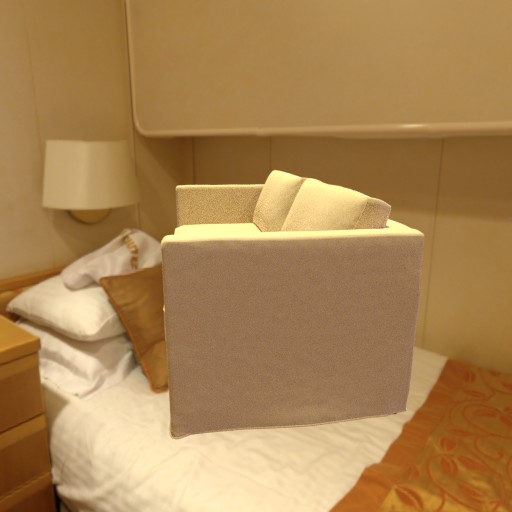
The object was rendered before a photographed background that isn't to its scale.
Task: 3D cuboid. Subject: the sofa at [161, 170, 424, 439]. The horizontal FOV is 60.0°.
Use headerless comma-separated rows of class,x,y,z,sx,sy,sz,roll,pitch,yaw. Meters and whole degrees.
sofa,0.000,0.000,2.493,0.940,0.870,1.987,-2,14,-8
